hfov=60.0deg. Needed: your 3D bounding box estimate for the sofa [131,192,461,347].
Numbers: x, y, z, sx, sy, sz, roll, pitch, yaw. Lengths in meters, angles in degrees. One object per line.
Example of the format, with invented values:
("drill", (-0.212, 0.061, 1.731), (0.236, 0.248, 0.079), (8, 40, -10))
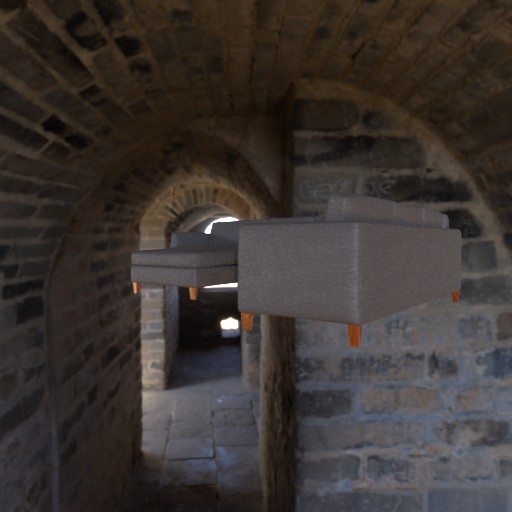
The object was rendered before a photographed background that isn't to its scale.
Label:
("sofa", (0.000, 0.000, 4.624), (3.460, 0.961, 2.594), (1, 2, 37))
